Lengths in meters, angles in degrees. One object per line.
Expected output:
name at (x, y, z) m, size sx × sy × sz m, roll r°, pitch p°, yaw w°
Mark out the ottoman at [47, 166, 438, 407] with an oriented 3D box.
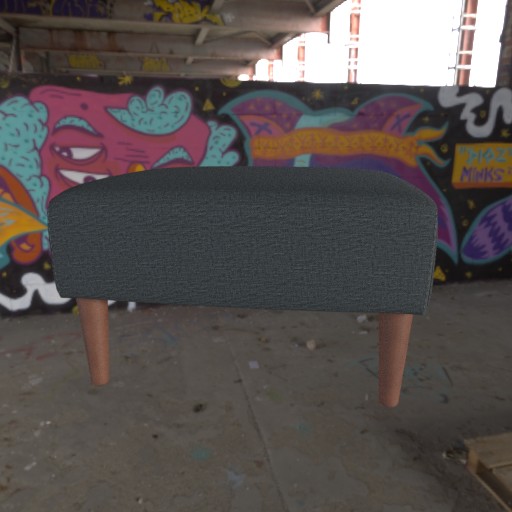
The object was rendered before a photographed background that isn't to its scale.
ottoman at (0.000, 0.000, 1.037) m, size 0.650 × 0.398 × 0.649 m, roll 2°, pitch 15°, yaw 7°
